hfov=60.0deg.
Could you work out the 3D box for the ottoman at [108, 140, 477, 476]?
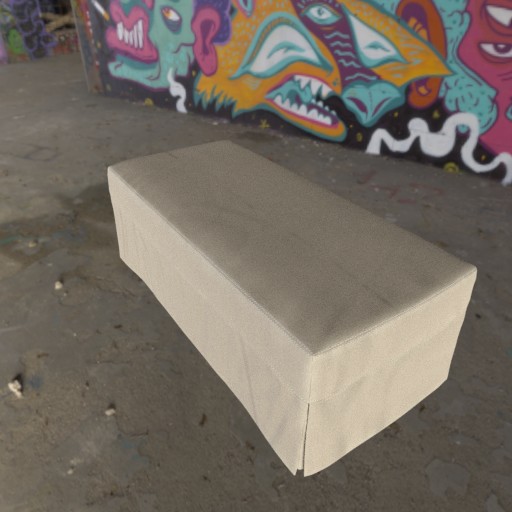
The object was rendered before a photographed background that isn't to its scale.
[{"bbox_3d":[0.000,0.000,1.667,0.665,0.457,1.388,-21,38,-28],"label":"ottoman"}]
